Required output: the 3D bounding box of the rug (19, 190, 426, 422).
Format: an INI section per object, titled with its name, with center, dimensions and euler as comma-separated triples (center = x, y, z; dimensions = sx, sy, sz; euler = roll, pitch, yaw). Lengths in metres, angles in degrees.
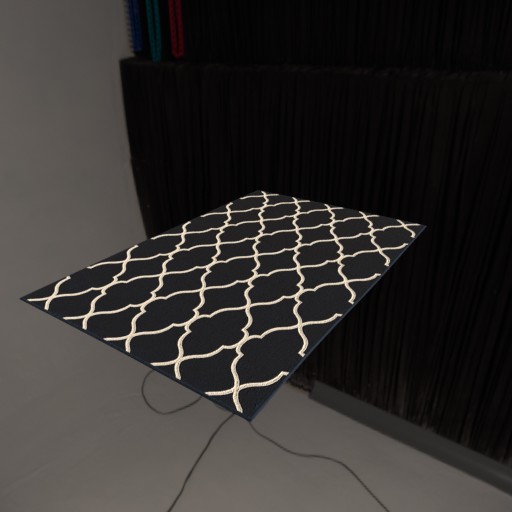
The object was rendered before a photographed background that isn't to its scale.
[rug]
center = 0.000, 0.000, 2.845
dimensions = 1.528, 0.014, 2.294
euler = 17, 31, 30
